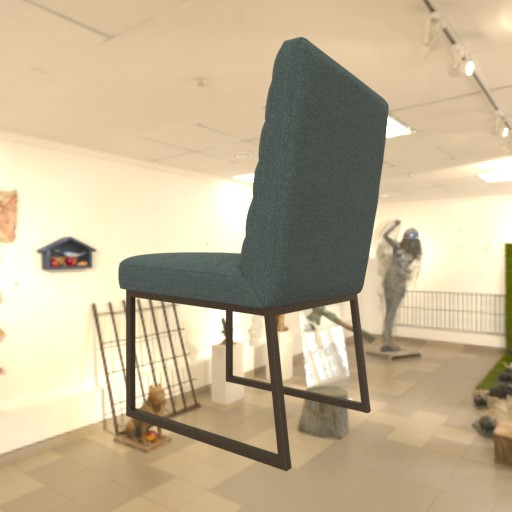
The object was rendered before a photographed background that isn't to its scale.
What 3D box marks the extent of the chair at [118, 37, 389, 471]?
[{"bbox_3d":[0.000,0.000,1.293,0.634,0.930,0.520,0,0,37],"label":"chair"}]
